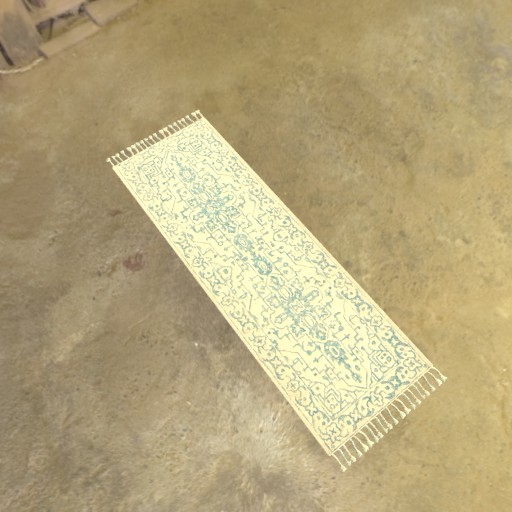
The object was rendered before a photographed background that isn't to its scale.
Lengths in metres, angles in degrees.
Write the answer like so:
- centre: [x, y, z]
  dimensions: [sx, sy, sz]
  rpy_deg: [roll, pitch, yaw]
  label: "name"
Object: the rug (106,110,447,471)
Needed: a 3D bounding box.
- centre: [0.000, 0.000, 2.741]
  dimensions: [0.774, 0.011, 2.449]
  rpy_deg: [-34, 68, -15]
  label: "rug"
